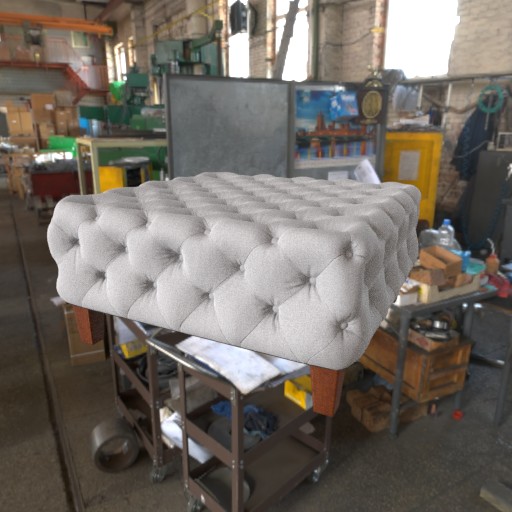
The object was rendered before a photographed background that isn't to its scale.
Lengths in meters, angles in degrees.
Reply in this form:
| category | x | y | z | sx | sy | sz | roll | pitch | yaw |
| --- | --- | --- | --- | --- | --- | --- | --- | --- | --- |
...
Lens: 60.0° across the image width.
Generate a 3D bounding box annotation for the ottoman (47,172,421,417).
| category | x | y | z | sx | sy | sz | roll | pitch | yaw |
| --- | --- | --- | --- | --- | --- | --- | --- | --- | --- |
| ottoman | 0.000 | 0.000 | 1.201 | 0.764 | 0.365 | 0.758 | 8 | 19 | 26 |
